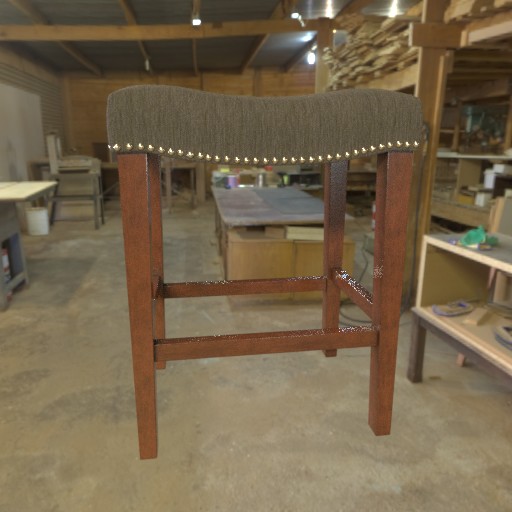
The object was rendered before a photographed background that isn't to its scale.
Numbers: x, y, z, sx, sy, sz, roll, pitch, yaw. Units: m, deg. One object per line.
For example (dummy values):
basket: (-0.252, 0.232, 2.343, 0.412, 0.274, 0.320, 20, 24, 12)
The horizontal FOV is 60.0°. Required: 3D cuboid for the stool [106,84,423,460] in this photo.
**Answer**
stool: (0.000, 0.000, 0.926, 0.504, 0.654, 0.372, -2, 15, -8)
